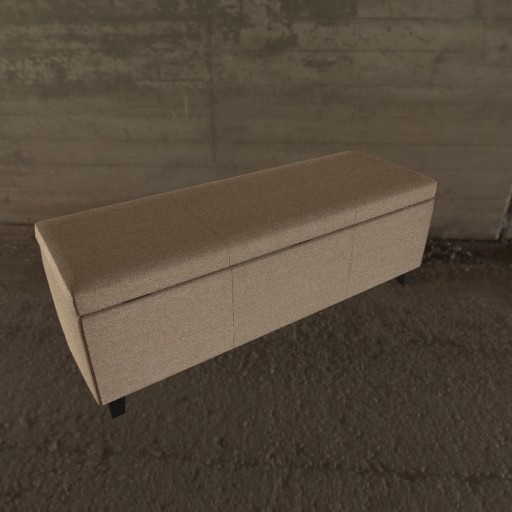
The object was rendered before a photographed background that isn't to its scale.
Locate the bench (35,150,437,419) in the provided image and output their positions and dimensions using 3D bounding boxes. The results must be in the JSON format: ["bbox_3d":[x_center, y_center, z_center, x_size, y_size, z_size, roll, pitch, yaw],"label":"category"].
[{"bbox_3d":[0.000,0.000,1.509,1.269,0.438,0.446,-19,35,-28],"label":"bench"}]
